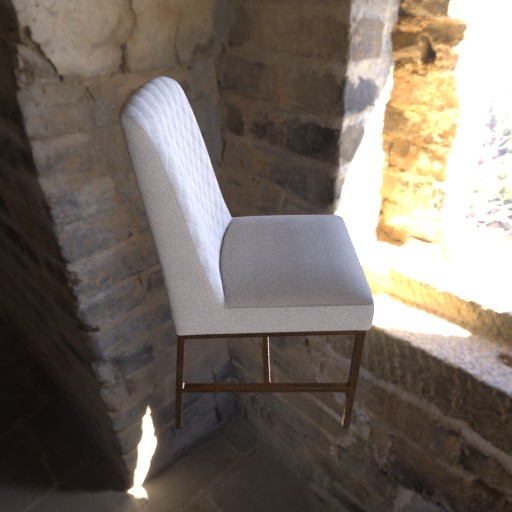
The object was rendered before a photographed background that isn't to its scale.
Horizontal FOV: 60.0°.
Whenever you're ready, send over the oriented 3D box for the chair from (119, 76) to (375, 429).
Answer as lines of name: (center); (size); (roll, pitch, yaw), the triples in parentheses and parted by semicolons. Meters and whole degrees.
chair: (0.000, 0.000, 1.295); (0.597, 0.933, 0.503); (0, 32, 0)
